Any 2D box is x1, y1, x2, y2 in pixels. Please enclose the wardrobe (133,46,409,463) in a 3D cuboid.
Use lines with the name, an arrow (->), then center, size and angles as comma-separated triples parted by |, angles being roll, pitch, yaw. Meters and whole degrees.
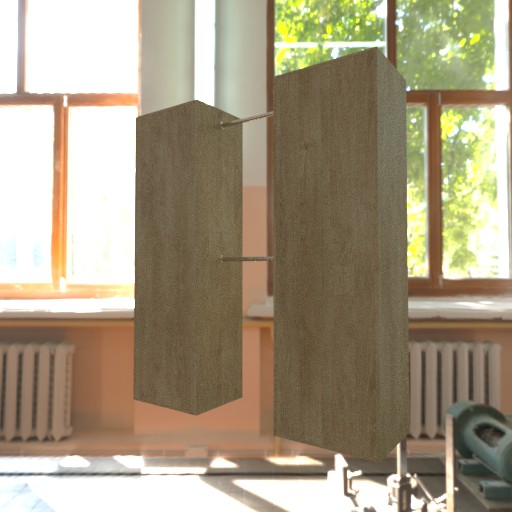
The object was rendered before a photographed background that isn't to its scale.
wardrobe -> 0.000, 0.000, 2.830 | 1.770, 2.000, 0.480 | -1, -2, 35
